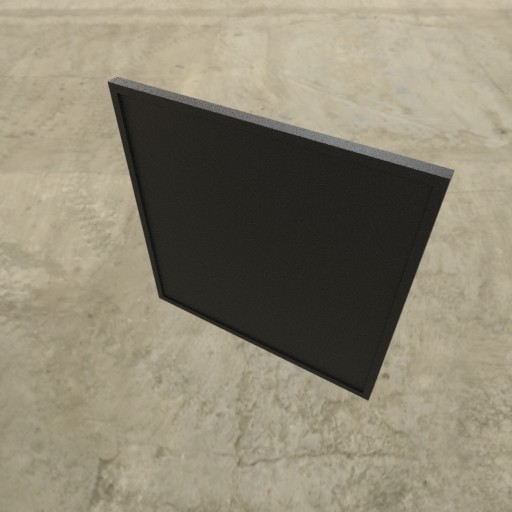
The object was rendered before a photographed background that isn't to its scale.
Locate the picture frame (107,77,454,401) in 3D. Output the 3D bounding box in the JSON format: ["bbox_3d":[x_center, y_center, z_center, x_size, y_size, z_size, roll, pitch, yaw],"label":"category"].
[{"bbox_3d":[0.000,0.000,1.166,0.775,0.775,0.032,22,49,21],"label":"picture frame"}]
